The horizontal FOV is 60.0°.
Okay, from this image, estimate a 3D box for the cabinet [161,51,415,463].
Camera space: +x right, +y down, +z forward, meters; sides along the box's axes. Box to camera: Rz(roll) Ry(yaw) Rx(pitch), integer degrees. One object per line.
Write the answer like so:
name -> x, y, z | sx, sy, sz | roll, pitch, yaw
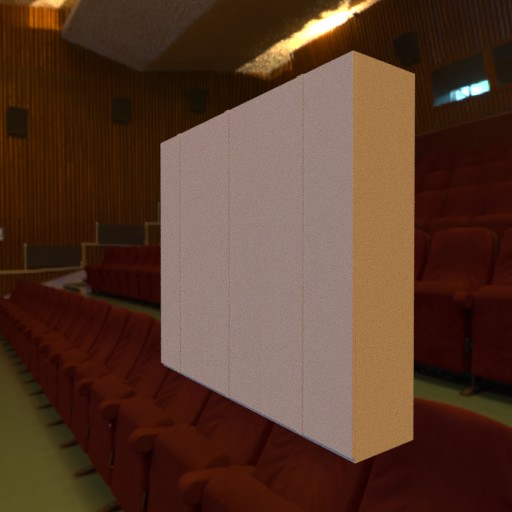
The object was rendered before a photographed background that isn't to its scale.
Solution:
cabinet -> 0.000, 0.000, 3.799 | 0.590, 2.370, 2.700 | -1, 1, -35
